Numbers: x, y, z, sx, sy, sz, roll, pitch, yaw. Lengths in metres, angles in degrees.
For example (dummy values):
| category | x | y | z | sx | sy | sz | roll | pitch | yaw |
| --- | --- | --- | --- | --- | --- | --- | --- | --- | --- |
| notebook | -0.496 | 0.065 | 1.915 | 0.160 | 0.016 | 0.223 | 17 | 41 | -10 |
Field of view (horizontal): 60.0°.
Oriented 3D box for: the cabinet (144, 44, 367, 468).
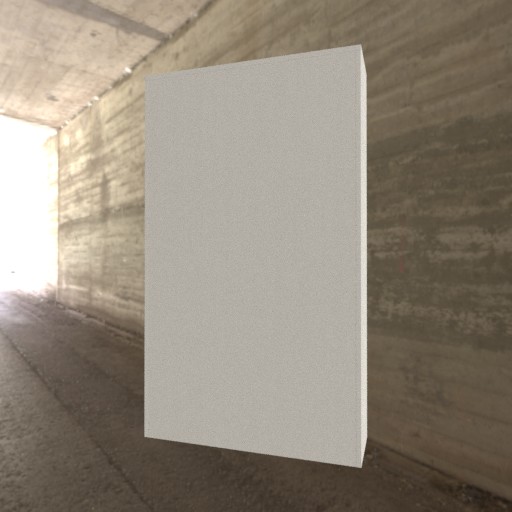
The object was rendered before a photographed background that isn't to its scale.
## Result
| category | x | y | z | sx | sy | sz | roll | pitch | yaw |
| --- | --- | --- | --- | --- | --- | --- | --- | --- | --- |
| cabinet | 0.000 | 0.000 | 1.574 | 0.750 | 1.280 | 0.250 | 0 | 0 | 18 |
